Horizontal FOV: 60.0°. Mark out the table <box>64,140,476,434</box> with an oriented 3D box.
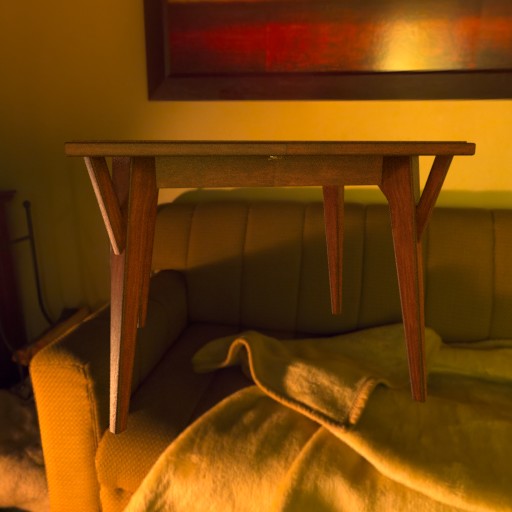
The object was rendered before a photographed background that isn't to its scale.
[{"bbox_3d":[0.000,0.000,1.534,0.991,0.761,0.838,-2,14,-10],"label":"table"}]
